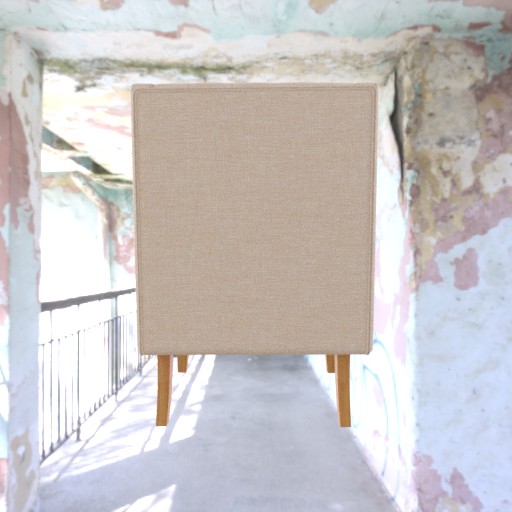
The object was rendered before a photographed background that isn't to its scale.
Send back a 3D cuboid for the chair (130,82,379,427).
[{"bbox_3d":[0.000,0.000,1.471,0.710,0.930,0.760,0,-1,1],"label":"chair"}]
